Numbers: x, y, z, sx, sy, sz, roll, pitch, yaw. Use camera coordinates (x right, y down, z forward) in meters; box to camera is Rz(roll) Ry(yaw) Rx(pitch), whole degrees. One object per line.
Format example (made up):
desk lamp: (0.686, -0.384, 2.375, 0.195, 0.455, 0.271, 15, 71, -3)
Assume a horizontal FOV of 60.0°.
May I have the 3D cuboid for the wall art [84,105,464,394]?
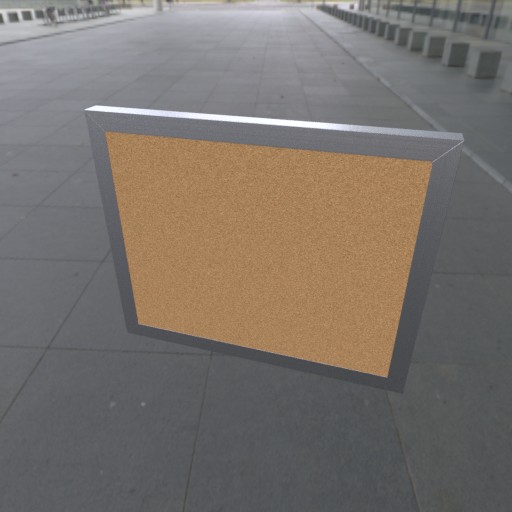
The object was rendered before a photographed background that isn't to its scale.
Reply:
wall art: (0.000, 0.000, 0.757, 0.557, 0.456, 0.032, 9, 32, 15)
